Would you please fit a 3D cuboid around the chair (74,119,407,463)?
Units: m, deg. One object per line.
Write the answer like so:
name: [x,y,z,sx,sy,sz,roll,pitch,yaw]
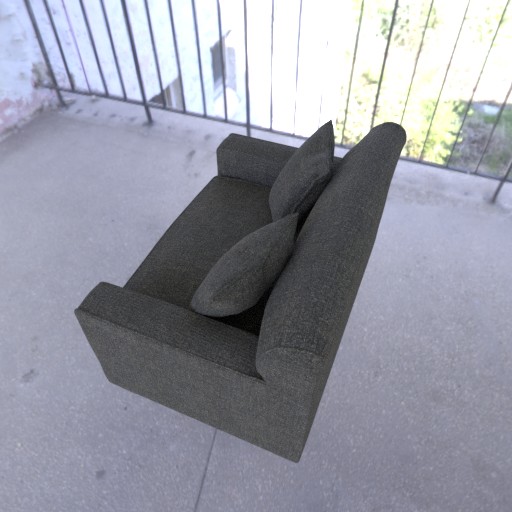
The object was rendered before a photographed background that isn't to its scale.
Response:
chair: [0.000,0.000,2.092,1.000,0.948,1.383,17,49,16]
